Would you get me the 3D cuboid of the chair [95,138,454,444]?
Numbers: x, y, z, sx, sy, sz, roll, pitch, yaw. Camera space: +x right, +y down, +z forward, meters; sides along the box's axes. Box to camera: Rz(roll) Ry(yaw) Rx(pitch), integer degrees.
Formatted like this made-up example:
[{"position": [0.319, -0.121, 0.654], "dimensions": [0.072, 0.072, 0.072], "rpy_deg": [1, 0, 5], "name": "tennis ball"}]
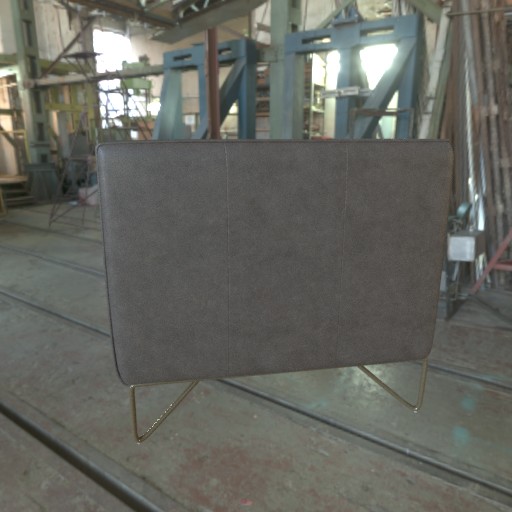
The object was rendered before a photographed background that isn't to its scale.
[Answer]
[{"position": [0.000, 0.000, 1.538], "dimensions": [0.894, 0.790, 0.880], "rpy_deg": [-2, 15, -9], "name": "chair"}]
